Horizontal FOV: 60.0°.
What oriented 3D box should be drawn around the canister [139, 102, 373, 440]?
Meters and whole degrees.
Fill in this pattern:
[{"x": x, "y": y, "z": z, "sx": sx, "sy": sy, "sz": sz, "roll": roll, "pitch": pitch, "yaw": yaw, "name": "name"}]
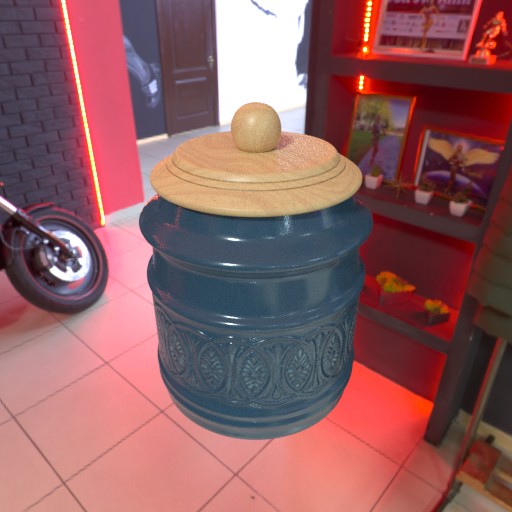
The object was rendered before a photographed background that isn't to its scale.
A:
[{"x": 0.000, "y": 0.000, "z": 0.266, "sx": 0.130, "sy": 0.176, "sz": 0.130, "roll": 0, "pitch": 29, "yaw": 0, "name": "canister"}]
